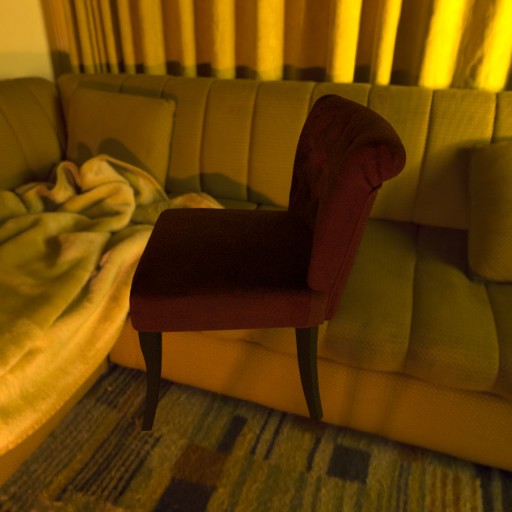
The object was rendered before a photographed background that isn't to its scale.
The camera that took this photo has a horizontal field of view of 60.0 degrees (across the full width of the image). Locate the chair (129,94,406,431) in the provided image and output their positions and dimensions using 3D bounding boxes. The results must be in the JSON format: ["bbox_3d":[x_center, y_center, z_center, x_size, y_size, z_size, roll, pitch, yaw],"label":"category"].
[{"bbox_3d":[0.000,0.000,1.184,0.605,0.750,0.582,-1,28,-2],"label":"chair"}]
